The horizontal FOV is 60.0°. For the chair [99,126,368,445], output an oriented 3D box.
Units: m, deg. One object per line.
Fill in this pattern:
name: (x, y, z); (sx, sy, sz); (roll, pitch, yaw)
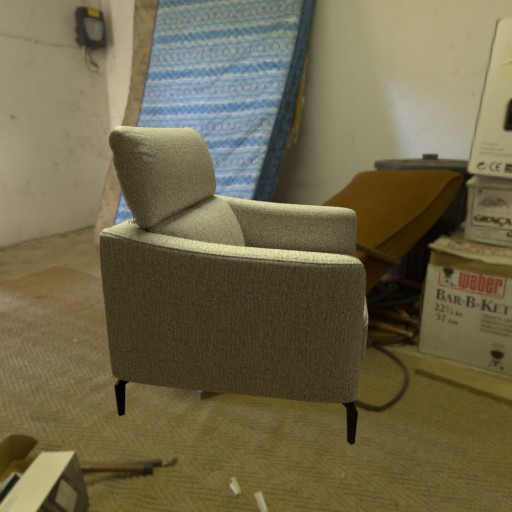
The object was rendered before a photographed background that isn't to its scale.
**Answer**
chair: (0.000, 0.000, 1.726); (0.835, 0.967, 0.972); (3, 16, 10)
